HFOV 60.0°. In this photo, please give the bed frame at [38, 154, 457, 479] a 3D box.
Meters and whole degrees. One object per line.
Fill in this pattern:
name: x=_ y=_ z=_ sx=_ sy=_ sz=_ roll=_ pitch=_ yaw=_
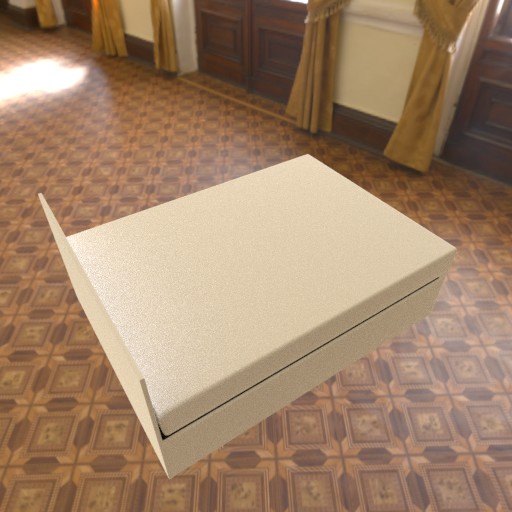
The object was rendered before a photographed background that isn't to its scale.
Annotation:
bed frame: x=0.000 y=0.000 z=2.618 sx=1.900 sy=0.800 sz=1.400 roll=-24 pitch=46 yaw=-25
